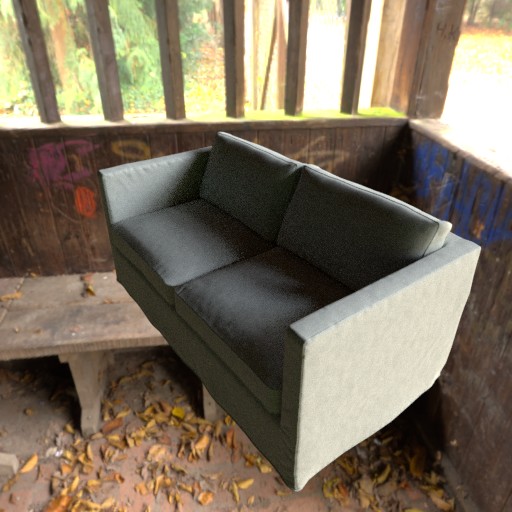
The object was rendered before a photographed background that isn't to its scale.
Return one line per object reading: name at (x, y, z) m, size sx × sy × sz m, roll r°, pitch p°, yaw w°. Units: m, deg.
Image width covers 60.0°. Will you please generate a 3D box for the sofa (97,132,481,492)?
sofa at (0.000, 0.000, 2.199) m, size 0.944 × 0.830 × 1.727 m, roll -21°, pitch 37°, yaw -30°
